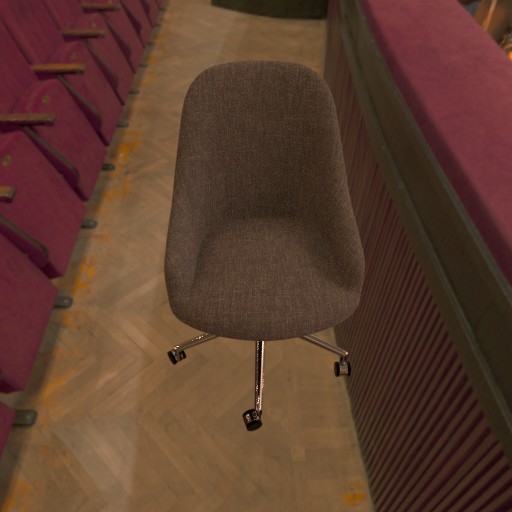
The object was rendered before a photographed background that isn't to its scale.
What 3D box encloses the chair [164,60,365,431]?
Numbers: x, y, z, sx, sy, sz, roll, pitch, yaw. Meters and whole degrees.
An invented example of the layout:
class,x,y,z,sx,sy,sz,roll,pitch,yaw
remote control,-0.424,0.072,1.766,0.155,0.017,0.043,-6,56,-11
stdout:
class,x,y,z,sx,sy,sz,roll,pitch,yaw
chair,0.000,0.000,1.399,0.671,0.950,0.712,-2,44,-2
